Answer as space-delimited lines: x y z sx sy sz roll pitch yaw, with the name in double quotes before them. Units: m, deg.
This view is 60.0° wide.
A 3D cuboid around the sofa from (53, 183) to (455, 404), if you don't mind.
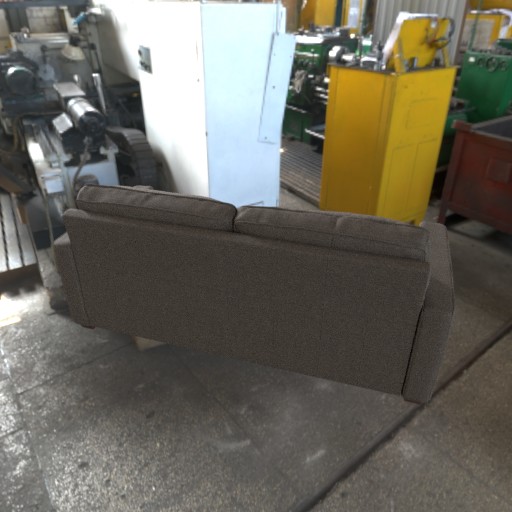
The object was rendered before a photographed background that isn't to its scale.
"sofa" 0.000 0.000 2.571 2.080 0.919 0.940 9 32 15
